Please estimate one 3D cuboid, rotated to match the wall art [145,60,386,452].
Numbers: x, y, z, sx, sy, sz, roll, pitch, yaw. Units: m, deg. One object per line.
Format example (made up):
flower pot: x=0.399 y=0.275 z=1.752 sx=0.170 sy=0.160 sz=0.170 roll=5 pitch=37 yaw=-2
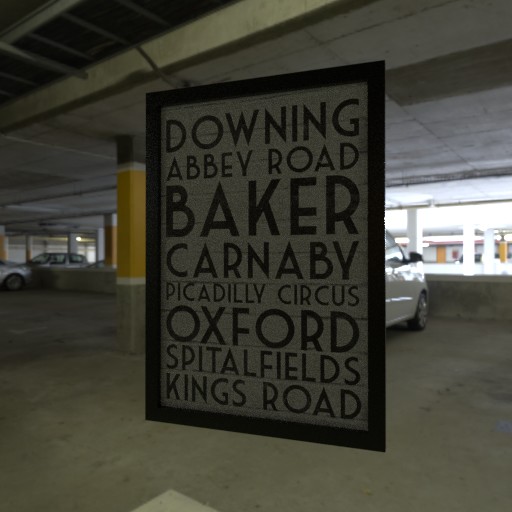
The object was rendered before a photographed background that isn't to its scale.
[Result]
wall art: x=0.000 y=0.000 z=0.542 sx=0.304 sy=0.432 sz=0.013 roll=0 pitch=0 yaw=19
